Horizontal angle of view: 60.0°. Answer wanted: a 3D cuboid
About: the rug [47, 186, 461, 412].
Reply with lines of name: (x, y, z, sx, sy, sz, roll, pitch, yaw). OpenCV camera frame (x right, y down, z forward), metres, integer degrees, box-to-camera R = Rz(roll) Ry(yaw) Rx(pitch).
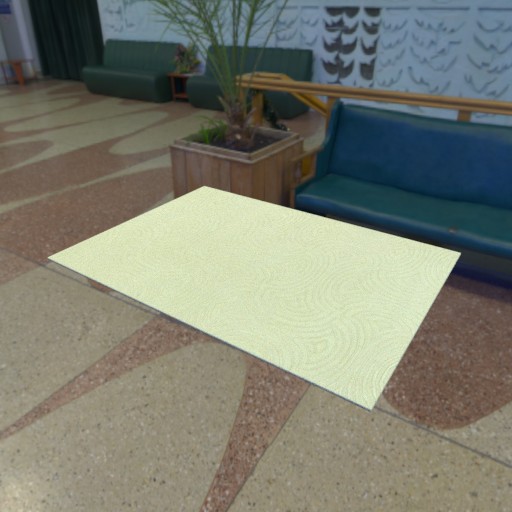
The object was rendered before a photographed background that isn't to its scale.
rug: (0.000, 0.000, 2.806, 2.132, 0.015, 1.526, 19, 35, 29)
